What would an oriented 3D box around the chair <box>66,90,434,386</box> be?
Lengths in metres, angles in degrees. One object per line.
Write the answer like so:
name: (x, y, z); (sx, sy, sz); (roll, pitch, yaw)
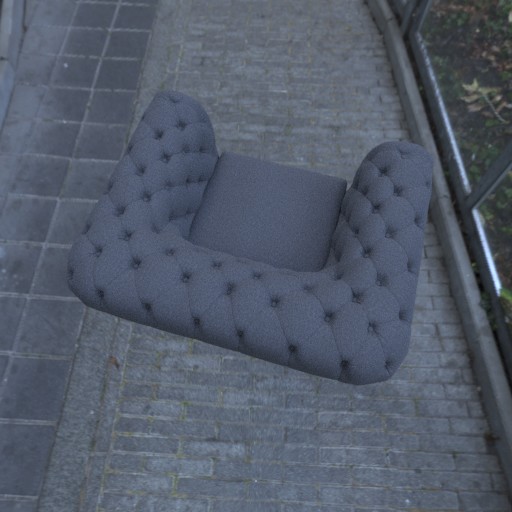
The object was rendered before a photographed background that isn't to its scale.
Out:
chair: (0.000, 0.000, 1.947); (1.270, 0.770, 0.976); (15, 64, 7)
